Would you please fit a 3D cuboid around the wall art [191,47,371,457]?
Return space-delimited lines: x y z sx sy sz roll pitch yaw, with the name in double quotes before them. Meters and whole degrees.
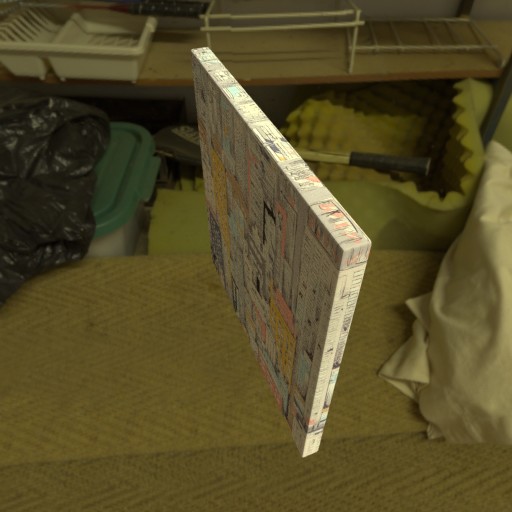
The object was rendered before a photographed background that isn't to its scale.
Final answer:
"wall art" 0.000 0.000 0.901 0.038 0.608 0.607 -16 48 -15
